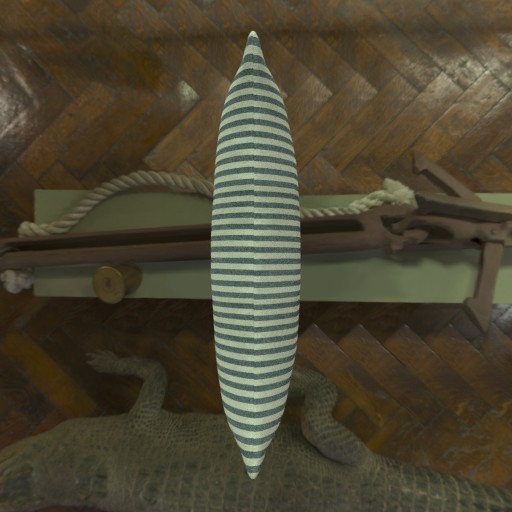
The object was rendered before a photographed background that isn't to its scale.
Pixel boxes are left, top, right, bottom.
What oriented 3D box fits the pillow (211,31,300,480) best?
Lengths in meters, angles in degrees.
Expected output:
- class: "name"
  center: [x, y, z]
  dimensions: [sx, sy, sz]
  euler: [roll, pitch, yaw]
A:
- class: "pillow"
  center: [0.000, 0.000, 0.751]
  dimensions: [0.151, 0.295, 0.617]
  euler: [0, 90, 1]
